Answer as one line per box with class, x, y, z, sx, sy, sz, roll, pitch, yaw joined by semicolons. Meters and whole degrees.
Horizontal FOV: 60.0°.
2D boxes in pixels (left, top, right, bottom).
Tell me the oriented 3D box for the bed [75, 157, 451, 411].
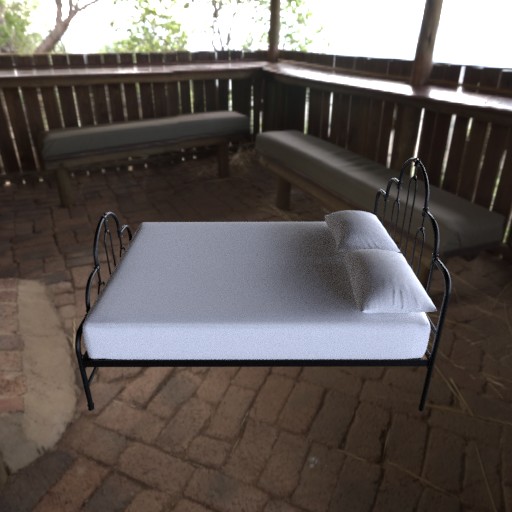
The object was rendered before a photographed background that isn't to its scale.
bed;0.000;0.000;3.264;2.181;1.444;1.626;0;27;0
